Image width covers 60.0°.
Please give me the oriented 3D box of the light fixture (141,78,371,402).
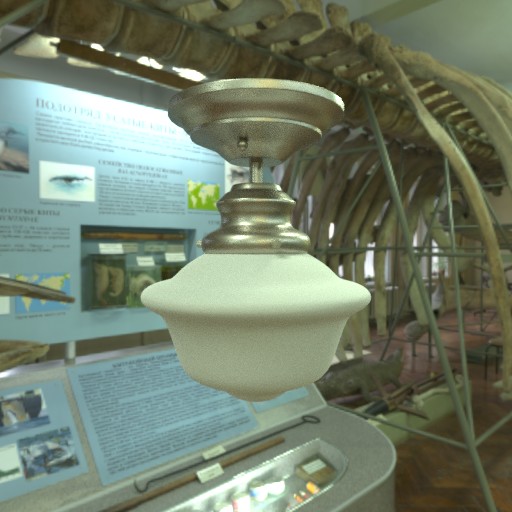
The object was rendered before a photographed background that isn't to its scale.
[{"bbox_3d":[0.000,0.000,0.390,0.199,0.254,0.199,0,1,0],"label":"light fixture"}]
